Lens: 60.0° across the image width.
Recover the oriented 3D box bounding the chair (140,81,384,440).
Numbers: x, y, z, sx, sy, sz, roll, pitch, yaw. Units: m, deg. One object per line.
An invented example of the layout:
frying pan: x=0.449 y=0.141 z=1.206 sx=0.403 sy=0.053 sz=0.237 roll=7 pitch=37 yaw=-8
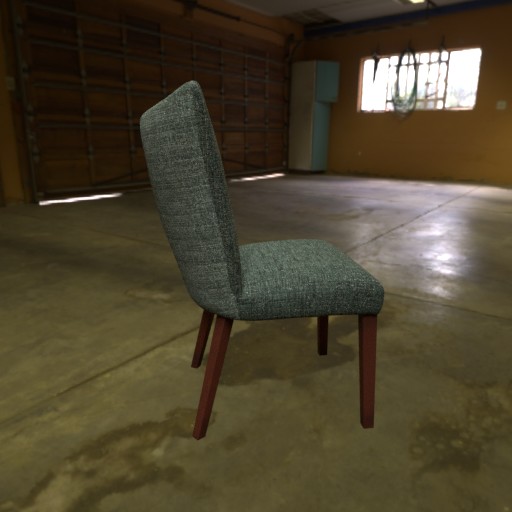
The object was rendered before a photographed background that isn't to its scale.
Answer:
chair: x=0.000 y=0.000 z=1.330 sx=0.623 sy=0.924 sz=0.535 roll=-2 pitch=16 yaw=-8
